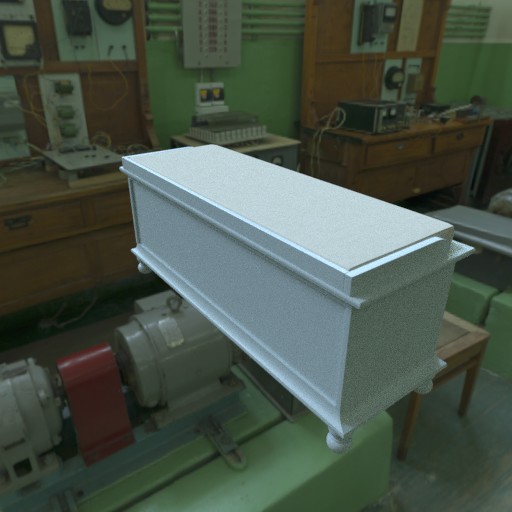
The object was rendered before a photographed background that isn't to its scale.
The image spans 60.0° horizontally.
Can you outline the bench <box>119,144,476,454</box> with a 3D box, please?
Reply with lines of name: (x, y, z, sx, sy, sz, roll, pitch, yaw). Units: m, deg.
bench: (0.000, 0.000, 1.442, 0.402, 0.486, 1.185, -19, 32, -32)
